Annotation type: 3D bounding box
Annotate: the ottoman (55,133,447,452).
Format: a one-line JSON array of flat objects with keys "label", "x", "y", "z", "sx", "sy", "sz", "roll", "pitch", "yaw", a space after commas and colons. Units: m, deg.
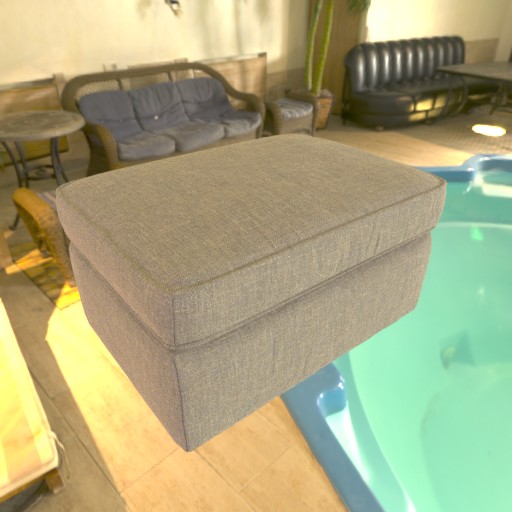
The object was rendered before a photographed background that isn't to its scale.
[{"label": "ottoman", "x": 0.000, "y": 0.000, "z": 1.095, "sx": 0.762, "sy": 0.457, "sz": 0.559, "roll": -22, "pitch": 37, "yaw": -32}]
